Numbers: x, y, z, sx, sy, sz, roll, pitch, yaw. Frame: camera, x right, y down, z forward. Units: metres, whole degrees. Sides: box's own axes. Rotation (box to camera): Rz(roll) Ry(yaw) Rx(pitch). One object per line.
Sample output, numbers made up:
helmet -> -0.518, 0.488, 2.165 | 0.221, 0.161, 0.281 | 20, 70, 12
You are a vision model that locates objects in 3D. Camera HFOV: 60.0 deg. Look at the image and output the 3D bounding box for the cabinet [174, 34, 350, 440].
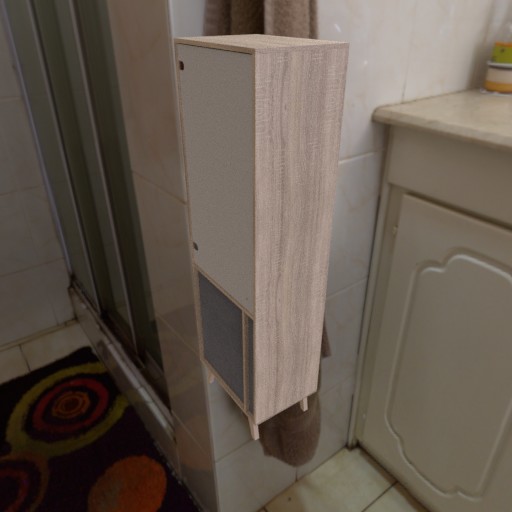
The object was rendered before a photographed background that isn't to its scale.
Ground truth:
cabinet -> 0.000, 0.000, 2.108 | 0.400, 1.850, 0.570 | -19, 35, -30
